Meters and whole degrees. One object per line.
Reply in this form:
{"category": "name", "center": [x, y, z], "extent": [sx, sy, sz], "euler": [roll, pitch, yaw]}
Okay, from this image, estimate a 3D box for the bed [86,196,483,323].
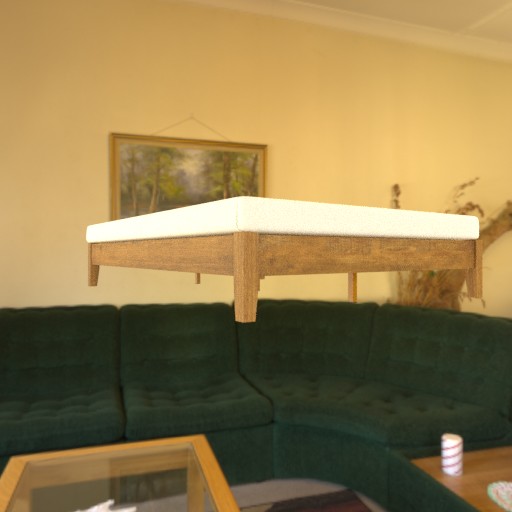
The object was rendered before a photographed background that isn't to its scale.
{"category": "bed", "center": [0.000, 0.000, 2.739], "extent": [1.536, 0.431, 2.016], "euler": [0, 0, -35]}
